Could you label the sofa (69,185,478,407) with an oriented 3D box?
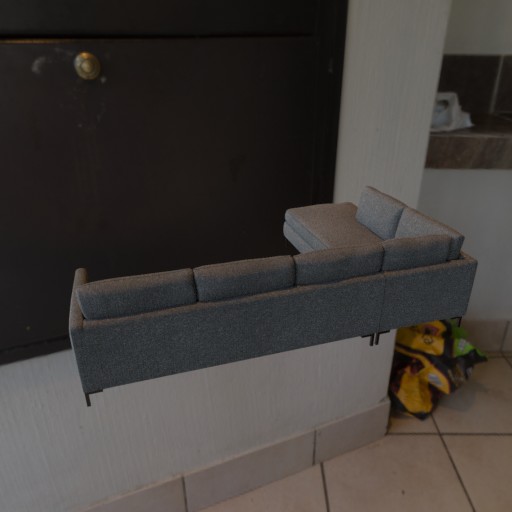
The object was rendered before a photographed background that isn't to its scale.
[{"bbox_3d":[0.000,0.000,3.878,2.949,0.815,2.007,-8,27,-16],"label":"sofa"}]
